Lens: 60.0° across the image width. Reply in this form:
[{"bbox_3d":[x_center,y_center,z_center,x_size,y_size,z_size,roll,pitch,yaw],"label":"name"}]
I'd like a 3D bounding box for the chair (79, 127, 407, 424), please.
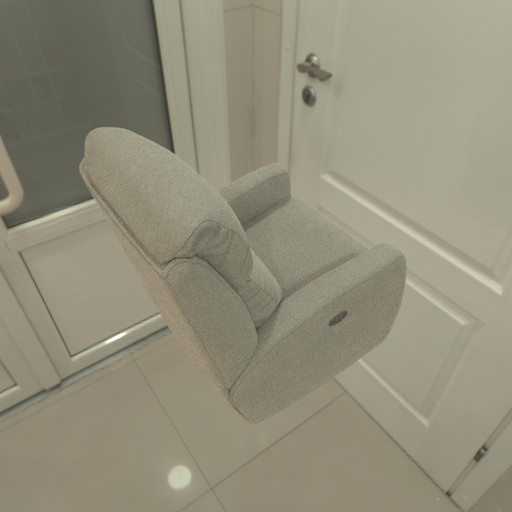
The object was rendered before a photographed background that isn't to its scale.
[{"bbox_3d":[0.000,0.000,1.638,0.940,1.021,0.794,-26,49,-25],"label":"chair"}]
